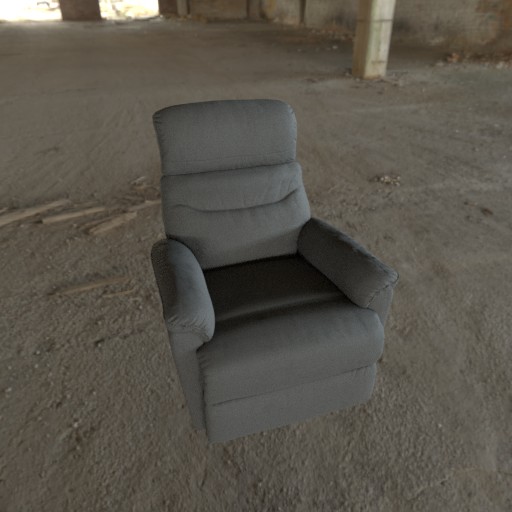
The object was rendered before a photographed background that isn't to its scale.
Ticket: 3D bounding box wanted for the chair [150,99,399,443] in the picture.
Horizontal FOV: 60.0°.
[{"bbox_3d":[0.000,0.000,1.773,0.820,1.037,1.004,-9,32,-15],"label":"chair"}]
